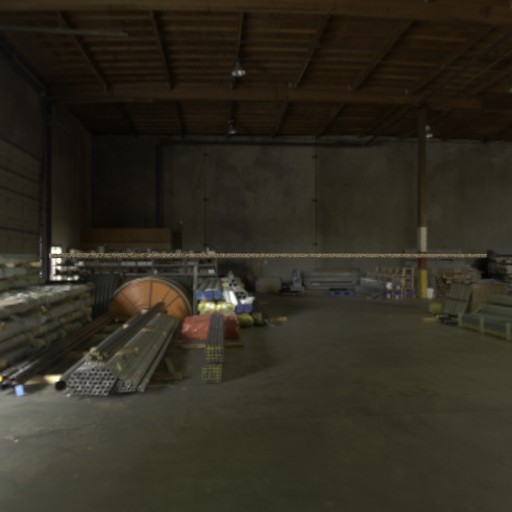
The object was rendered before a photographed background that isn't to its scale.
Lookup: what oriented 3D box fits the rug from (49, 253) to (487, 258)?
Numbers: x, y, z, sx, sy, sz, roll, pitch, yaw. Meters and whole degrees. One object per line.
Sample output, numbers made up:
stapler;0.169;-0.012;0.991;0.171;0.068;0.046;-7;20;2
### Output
rug;0.000;0.000;3.390;2.700;0.024;1.801;0;0;-19
